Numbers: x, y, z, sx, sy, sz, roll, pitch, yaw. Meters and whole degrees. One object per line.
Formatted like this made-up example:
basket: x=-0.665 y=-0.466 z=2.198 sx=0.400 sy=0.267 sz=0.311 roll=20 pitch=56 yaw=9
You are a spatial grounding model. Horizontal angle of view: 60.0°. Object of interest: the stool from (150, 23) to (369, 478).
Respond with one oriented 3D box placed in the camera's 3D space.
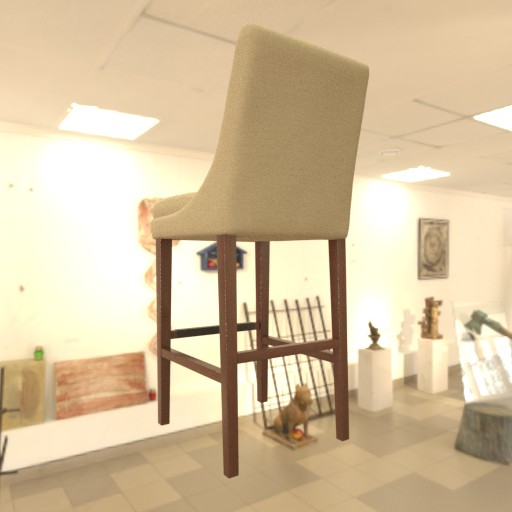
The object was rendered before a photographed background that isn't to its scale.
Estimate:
stool: x=0.000 y=0.000 z=1.340 sx=0.470 sy=1.078 sz=0.577 roll=0 pitch=0 yaw=-34
